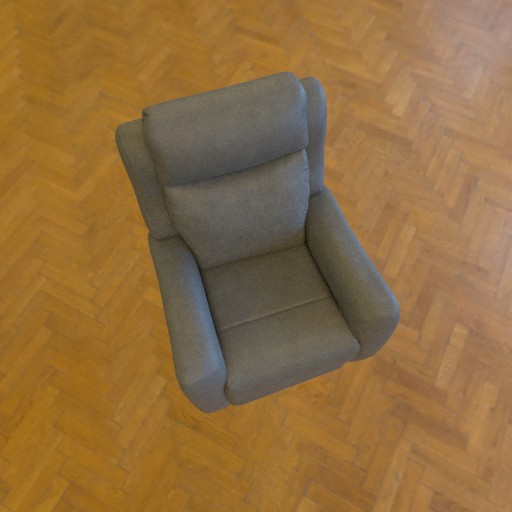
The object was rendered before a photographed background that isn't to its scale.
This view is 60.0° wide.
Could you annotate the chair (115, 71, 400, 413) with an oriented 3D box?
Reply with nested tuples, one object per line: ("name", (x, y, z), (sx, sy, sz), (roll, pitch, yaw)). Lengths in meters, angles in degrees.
("chair", (0.000, 0.000, 1.991), (0.967, 1.116, 1.068), (-17, 66, -8))
